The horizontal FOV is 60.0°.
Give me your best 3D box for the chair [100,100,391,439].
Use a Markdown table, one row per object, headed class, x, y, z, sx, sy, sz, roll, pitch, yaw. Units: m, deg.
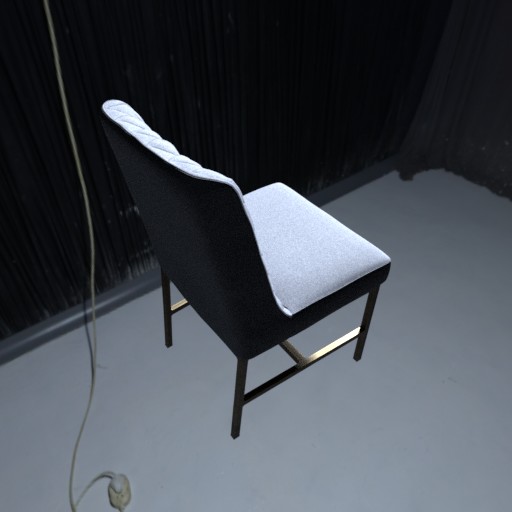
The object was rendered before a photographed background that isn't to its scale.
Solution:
| class | x | y | z | sx | sy | sz | roll | pitch | yaw |
| --- | --- | --- | --- | --- | --- | --- | --- | --- | --- |
| chair | 0.000 | 0.000 | 1.248 | 0.587 | 0.889 | 0.508 | -26 | 48 | -27 |
